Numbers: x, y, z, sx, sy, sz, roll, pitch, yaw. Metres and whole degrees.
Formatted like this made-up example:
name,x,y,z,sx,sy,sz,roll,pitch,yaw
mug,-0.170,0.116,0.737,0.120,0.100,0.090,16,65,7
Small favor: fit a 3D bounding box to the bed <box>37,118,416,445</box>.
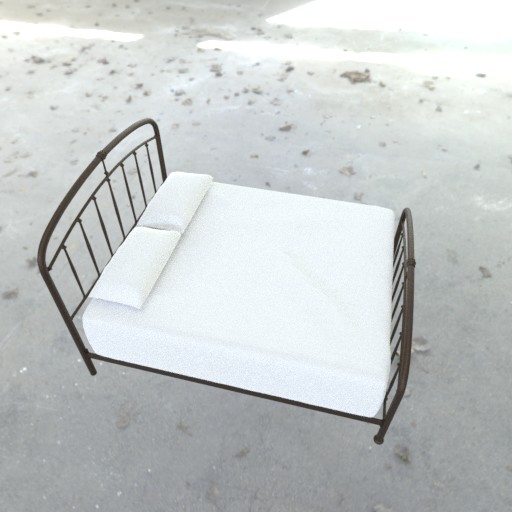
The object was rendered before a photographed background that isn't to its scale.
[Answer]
name,x,y,z,sx,sy,sz,roll,pitch,yaw
bed,0.000,0.000,3.241,2.180,1.425,1.711,10,45,10
